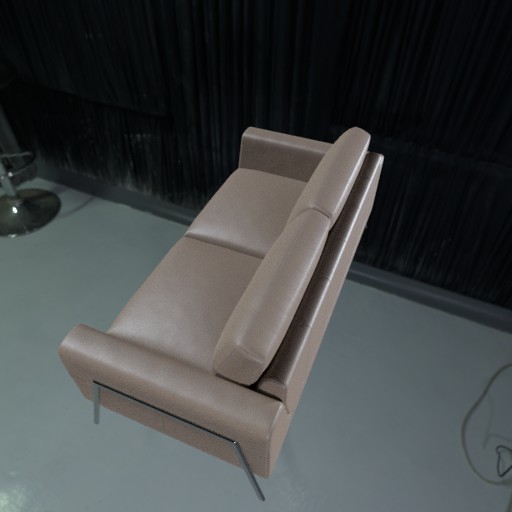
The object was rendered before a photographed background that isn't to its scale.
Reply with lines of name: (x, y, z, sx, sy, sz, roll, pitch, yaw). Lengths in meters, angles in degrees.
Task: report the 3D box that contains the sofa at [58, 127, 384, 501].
sofa: (0.000, 0.000, 2.450, 0.953, 0.875, 2.017, 17, 47, 16)
